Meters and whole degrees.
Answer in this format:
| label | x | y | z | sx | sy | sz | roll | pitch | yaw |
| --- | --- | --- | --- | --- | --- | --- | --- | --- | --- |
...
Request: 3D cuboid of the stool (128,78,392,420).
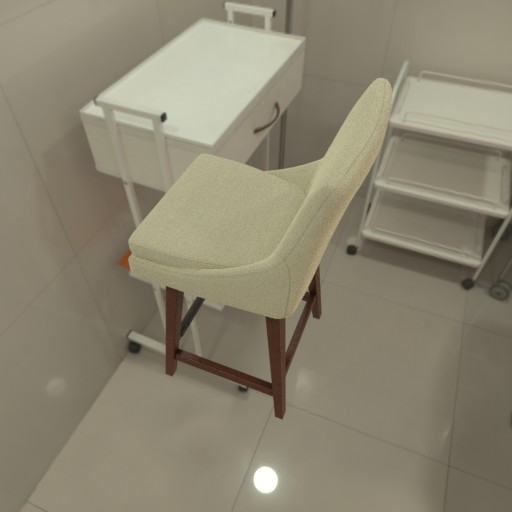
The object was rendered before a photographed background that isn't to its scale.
| label | x | y | z | sx | sy | sz | roll | pitch | yaw |
| --- | --- | --- | --- | --- | --- | --- | --- | --- | --- |
| stool | 0.000 | 0.000 | 1.314 | 0.559 | 0.991 | 0.469 | 17 | 50 | 15 |
